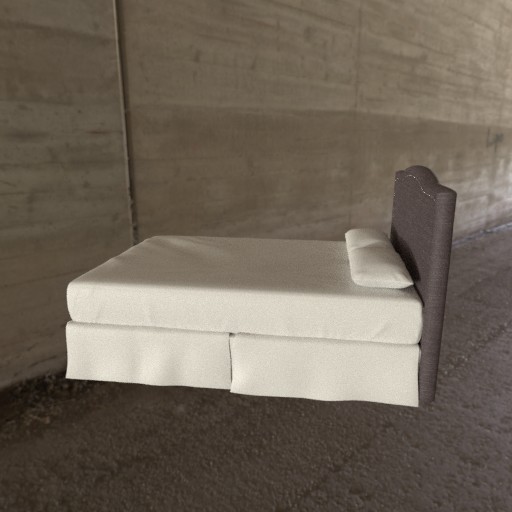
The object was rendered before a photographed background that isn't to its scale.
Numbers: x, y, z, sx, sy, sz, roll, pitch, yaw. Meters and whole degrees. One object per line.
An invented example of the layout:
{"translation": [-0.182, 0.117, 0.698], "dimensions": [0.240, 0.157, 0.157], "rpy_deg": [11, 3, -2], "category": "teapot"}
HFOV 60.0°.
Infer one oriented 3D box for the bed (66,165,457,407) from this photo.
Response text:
{"translation": [0.000, 0.000, 3.560], "dimensions": [2.507, 1.441, 1.741], "rpy_deg": [2, 15, 9], "category": "bed"}
